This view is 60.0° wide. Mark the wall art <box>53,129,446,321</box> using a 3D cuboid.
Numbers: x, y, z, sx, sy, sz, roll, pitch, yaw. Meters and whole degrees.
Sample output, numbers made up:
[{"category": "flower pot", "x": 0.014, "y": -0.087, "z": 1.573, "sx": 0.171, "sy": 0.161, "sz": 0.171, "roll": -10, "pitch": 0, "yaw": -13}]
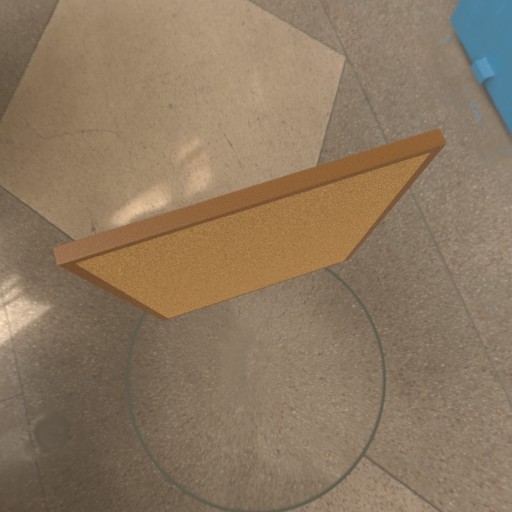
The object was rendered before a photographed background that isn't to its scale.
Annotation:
[{"category": "wall art", "x": 0.000, "y": 0.000, "z": 0.752, "sx": 0.449, "sy": 0.550, "sz": 0.021, "roll": -18, "pitch": 76, "yaw": -5}]
